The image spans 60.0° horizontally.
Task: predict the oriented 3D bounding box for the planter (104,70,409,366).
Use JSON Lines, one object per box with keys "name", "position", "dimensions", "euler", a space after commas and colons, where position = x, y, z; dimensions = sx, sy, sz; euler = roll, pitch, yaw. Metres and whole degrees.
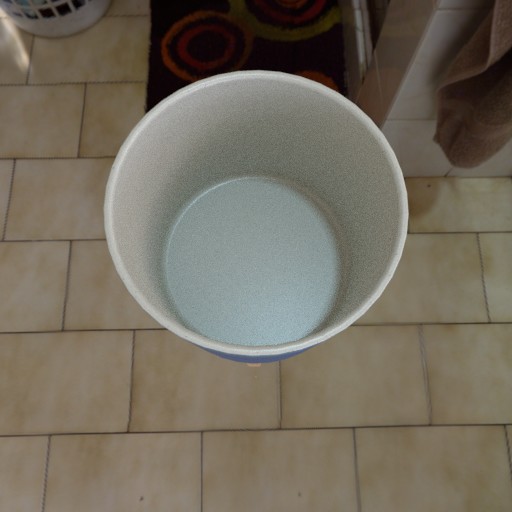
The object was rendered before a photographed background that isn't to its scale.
{"name": "planter", "position": [0.000, 0.000, 0.556], "dimensions": [0.261, 0.367, 0.261], "euler": [0, 75, 0]}
